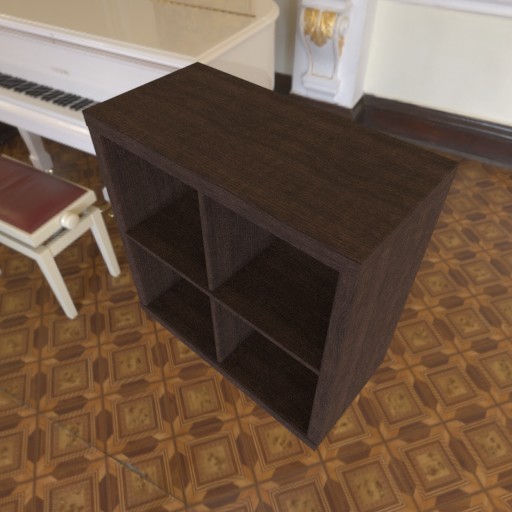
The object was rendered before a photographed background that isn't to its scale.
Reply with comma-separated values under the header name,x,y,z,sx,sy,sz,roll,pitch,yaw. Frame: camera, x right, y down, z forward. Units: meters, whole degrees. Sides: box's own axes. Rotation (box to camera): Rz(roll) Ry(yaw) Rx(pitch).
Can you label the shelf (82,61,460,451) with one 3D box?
name,x,y,z,sx,sy,sz,roll,pitch,yaw
shelf,0.000,0.000,1.285,0.790,0.786,0.390,32,54,27
